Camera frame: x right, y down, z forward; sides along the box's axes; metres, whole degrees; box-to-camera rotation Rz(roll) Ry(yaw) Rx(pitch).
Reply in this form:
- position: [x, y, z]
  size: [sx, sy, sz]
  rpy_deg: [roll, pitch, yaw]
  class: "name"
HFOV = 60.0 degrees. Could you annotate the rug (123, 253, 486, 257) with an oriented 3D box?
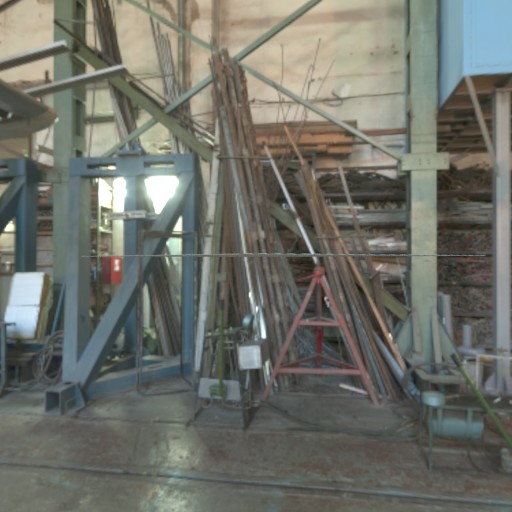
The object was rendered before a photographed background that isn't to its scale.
- position: [0.000, 0.000, 4.261]
  size: [2.439, 0.005, 3.201]
  rpy_deg: [0, 0, -36]
  class: "rug"
